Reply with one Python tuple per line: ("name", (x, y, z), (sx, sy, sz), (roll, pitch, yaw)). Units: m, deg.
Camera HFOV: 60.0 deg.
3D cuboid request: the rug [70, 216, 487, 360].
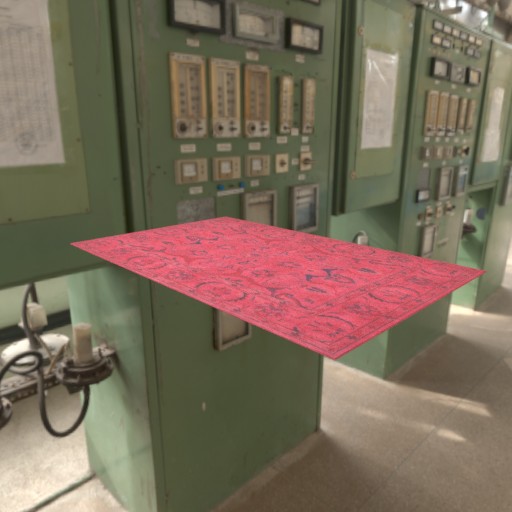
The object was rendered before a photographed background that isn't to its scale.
("rug", (0.000, 0.000, 2.997), (1.534, 0.010, 2.423), (-15, 22, -42))
